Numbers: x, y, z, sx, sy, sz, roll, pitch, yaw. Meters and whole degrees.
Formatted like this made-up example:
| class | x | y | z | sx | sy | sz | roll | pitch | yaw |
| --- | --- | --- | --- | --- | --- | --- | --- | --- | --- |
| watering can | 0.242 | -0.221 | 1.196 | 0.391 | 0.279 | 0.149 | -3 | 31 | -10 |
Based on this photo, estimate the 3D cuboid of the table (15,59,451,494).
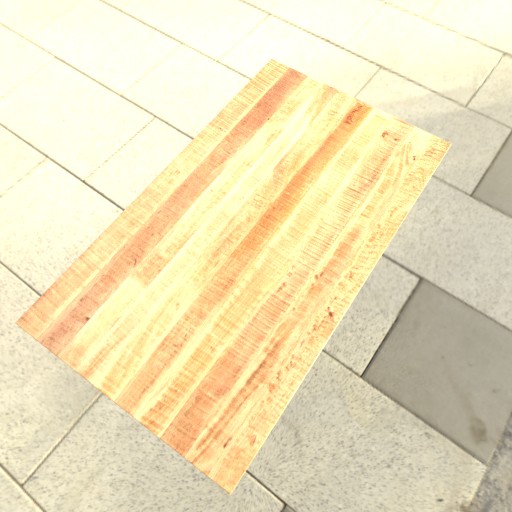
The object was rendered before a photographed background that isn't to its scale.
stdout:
| class | x | y | z | sx | sy | sz | roll | pitch | yaw |
| --- | --- | --- | --- | --- | --- | --- | --- | --- | --- |
| table | 0.000 | 0.000 | 1.614 | 0.760 | 0.455 | 1.320 | 32 | 68 | 15 |
